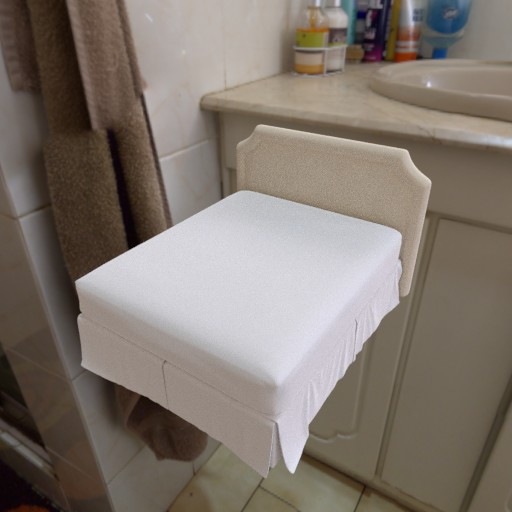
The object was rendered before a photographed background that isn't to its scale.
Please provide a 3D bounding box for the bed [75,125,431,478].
[{"bbox_3d":[0.000,0.000,3.288,1.827,1.296,2.209,19,36,29],"label":"bed"}]
